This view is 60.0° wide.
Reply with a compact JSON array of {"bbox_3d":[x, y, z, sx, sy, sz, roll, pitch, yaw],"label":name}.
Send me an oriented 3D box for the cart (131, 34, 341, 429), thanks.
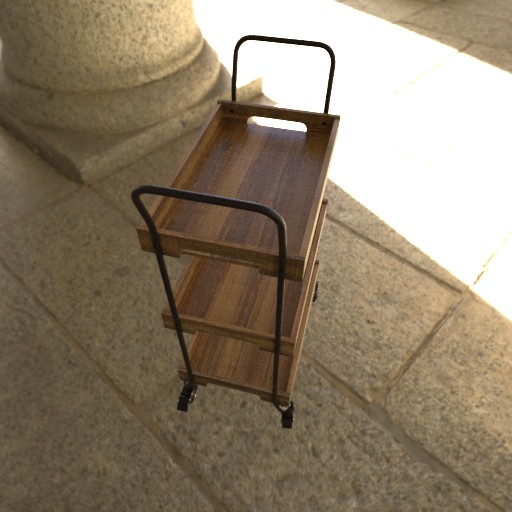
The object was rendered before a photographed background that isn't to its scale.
[{"bbox_3d":[0.000,0.000,1.133,0.339,0.857,0.583,11,48,10],"label":"cart"}]
